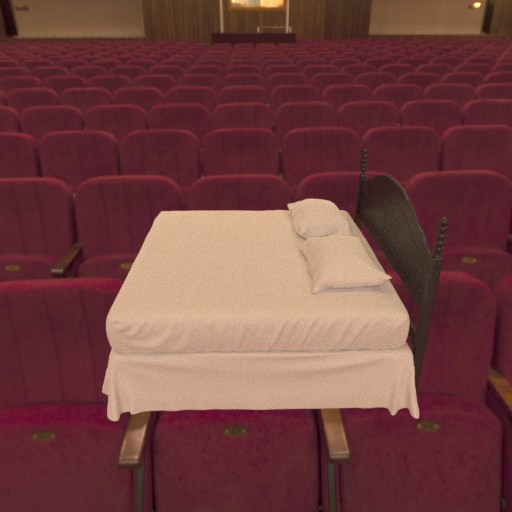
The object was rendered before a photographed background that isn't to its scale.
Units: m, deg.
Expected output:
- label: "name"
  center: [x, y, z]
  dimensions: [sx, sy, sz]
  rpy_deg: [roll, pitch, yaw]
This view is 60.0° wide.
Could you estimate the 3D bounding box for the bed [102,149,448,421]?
- label: "bed"
  center: [0.000, 0.000, 3.667]
  dimensions: [2.219, 1.355, 2.322]
  rpy_deg: [-1, 26, -1]
